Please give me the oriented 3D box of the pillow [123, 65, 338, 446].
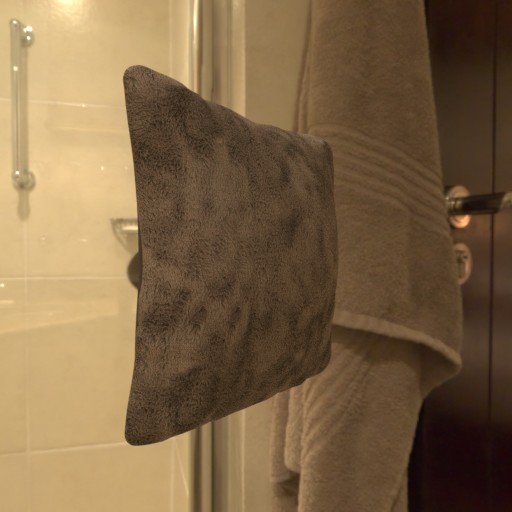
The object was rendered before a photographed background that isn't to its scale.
[{"bbox_3d":[0.000,0.000,0.783,0.204,0.520,0.522,1,1,38],"label":"pillow"}]
